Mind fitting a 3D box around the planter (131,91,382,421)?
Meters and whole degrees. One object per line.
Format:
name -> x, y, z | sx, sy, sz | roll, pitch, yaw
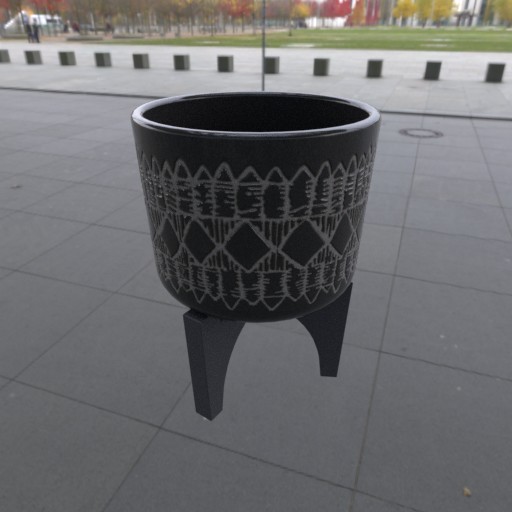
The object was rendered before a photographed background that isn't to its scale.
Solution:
planter -> 0.000, 0.000, 0.275 | 0.129, 0.177, 0.129 | 0, 28, 0
